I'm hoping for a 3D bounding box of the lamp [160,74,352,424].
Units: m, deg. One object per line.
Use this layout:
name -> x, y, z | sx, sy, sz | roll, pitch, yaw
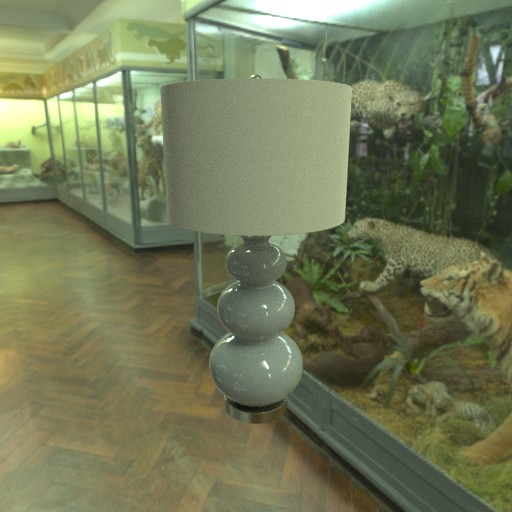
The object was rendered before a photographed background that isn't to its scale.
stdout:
lamp -> 0.000, 0.000, 0.956 | 0.367, 0.730, 0.367 | 8, 17, 26
